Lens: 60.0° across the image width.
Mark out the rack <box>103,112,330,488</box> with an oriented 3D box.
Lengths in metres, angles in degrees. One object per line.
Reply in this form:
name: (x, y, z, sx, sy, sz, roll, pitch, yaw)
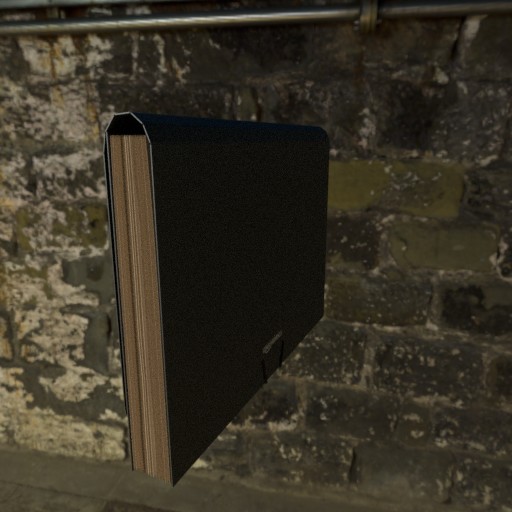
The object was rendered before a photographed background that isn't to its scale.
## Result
rack: (0.000, 0.000, 0.417, 0.041, 0.241, 0.330, 7, 16, 25)
